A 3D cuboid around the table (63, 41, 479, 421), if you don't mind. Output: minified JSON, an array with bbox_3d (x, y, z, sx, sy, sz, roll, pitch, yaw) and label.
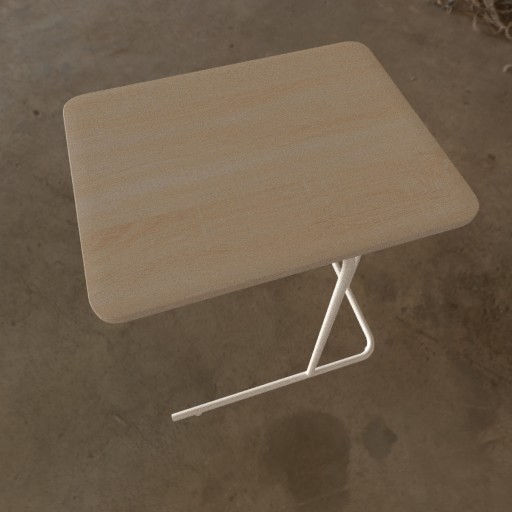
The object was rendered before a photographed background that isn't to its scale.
[{"bbox_3d":[0.000,0.000,0.830,0.480,0.550,0.370,-15,60,-9],"label":"table"}]
